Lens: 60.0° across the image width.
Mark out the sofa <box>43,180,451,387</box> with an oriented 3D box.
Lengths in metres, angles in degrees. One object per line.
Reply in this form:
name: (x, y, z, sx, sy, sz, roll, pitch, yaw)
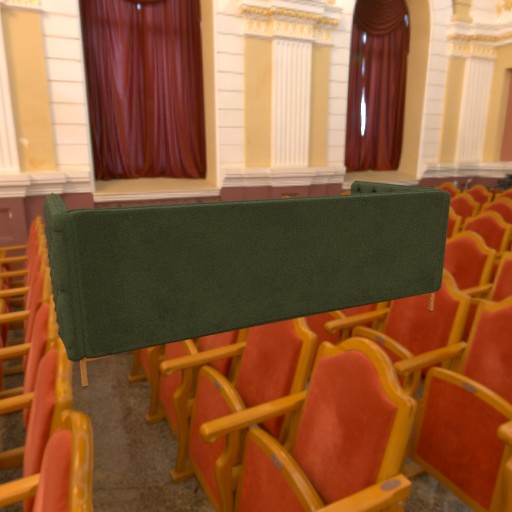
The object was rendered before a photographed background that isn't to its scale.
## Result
sofa: (0.000, 0.000, 2.617, 2.209, 0.771, 0.895, -7, 15, -26)
